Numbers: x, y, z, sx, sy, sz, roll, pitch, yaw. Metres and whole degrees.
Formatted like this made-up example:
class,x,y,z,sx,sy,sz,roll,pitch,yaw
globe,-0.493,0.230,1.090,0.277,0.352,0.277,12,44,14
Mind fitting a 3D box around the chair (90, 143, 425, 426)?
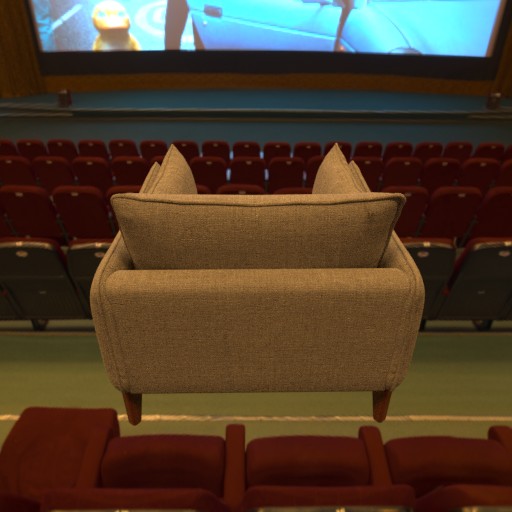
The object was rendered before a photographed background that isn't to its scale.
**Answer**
class,x,y,z,sx,sy,sz,roll,pitch,yaw
chair,0.000,0.000,1.708,0.993,0.839,0.976,0,31,-1
